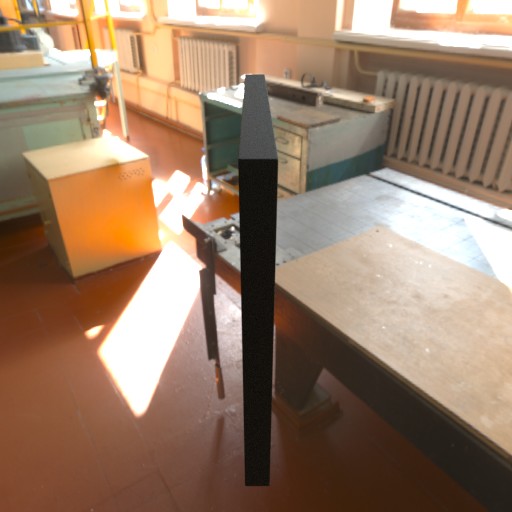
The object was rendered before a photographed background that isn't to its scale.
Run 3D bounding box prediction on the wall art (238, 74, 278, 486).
[{"bbox_3d":[0.000,0.000,0.758,0.037,0.508,0.508,0,31,0],"label":"wall art"}]
